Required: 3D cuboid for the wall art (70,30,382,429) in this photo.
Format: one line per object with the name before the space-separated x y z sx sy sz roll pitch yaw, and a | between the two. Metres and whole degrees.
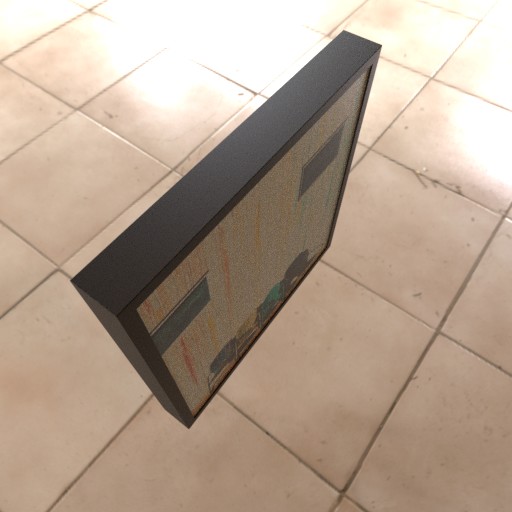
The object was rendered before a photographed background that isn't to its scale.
wall art | 0.000 0.000 0.437 0.038 0.304 0.304 32 63 18
